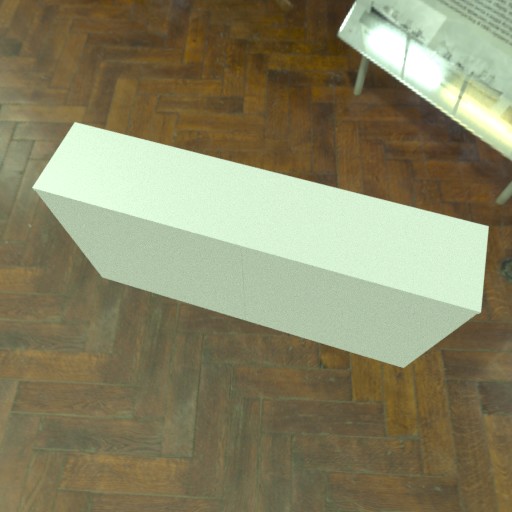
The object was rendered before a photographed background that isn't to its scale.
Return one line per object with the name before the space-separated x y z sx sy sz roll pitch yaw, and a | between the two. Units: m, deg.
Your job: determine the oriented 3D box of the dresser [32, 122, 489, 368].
dresser | 0.000 0.000 1.872 1.535 0.790 0.333 16 65 8
